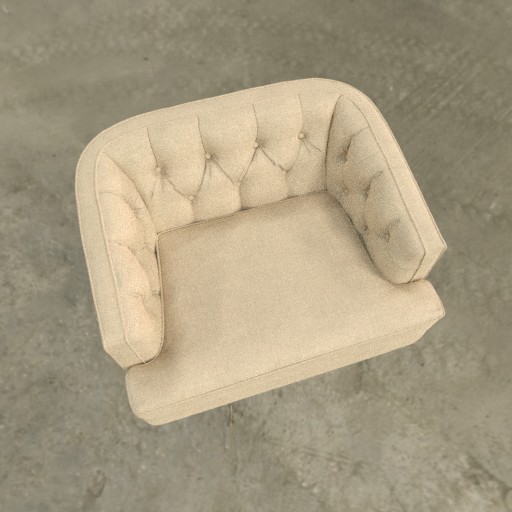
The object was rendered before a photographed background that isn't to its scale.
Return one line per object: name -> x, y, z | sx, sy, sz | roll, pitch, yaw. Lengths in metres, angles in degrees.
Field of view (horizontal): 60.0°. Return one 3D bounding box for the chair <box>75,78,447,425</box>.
chair -> 0.000, 0.000, 1.686 | 1.118, 0.787, 0.914 | -16, 64, -8
